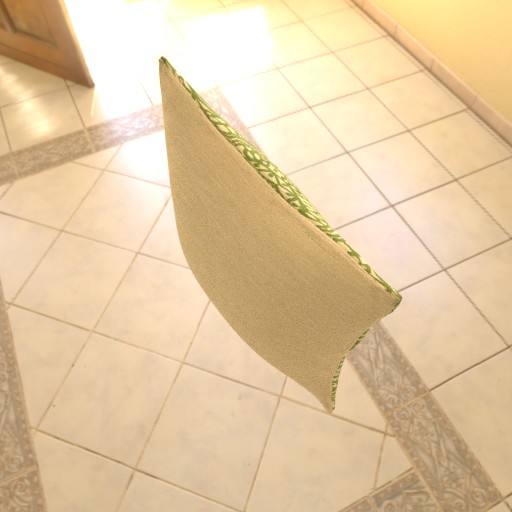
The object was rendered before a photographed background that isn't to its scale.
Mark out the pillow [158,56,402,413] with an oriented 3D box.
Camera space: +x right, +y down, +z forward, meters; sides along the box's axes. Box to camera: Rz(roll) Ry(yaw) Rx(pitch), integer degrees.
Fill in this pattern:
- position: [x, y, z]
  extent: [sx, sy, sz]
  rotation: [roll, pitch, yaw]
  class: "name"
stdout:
- position: [0.000, 0.000, 0.658]
  extent: [0.162, 0.419, 0.440]
  rotation: [-31, 63, -18]
  class: "pillow"
